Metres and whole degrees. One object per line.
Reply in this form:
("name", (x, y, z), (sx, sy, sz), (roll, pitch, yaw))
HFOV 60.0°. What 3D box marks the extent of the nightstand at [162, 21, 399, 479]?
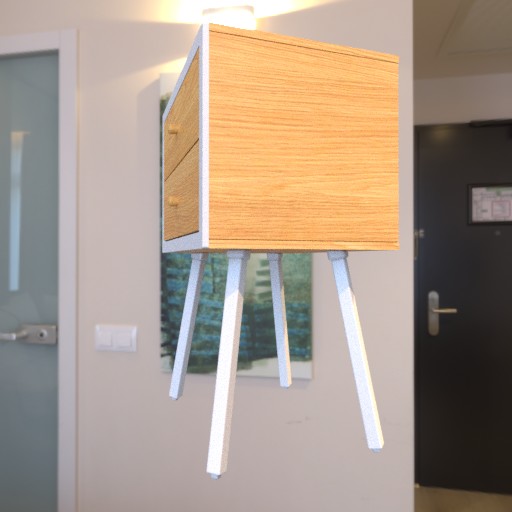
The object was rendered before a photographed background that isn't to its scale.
("nightstand", (0.000, 0.000, 0.802), (0.316, 0.601, 0.400), (0, -1, -19))
